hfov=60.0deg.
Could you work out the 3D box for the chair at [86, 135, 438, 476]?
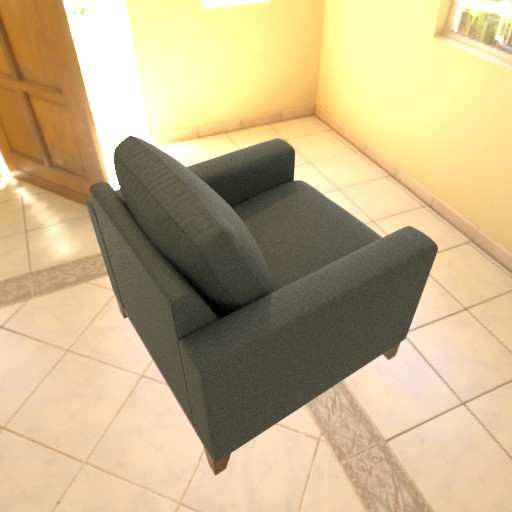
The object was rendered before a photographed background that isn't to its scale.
[{"bbox_3d":[0.000,0.000,1.872,1.038,1.010,1.024,-24,47,-24],"label":"chair"}]
